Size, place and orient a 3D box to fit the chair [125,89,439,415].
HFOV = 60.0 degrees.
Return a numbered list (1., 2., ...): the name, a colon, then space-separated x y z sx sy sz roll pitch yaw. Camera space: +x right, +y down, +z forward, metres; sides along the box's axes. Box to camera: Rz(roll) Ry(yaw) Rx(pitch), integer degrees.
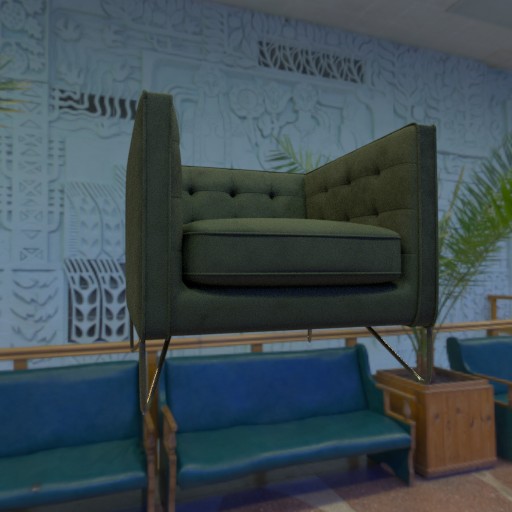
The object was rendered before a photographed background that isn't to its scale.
1. chair: 0.000 0.000 1.576 0.880 0.790 0.894 0 -1 -18
